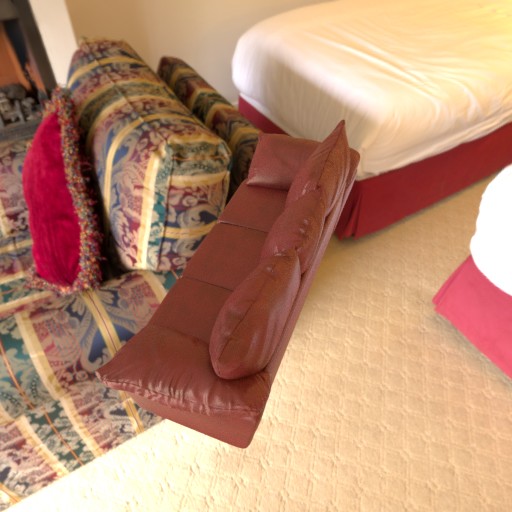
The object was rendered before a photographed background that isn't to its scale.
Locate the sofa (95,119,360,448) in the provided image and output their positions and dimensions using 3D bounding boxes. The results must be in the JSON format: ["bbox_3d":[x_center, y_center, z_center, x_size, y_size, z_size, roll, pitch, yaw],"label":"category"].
[{"bbox_3d":[0.000,0.000,2.962,0.907,1.091,2.390,16,48,15],"label":"sofa"}]
